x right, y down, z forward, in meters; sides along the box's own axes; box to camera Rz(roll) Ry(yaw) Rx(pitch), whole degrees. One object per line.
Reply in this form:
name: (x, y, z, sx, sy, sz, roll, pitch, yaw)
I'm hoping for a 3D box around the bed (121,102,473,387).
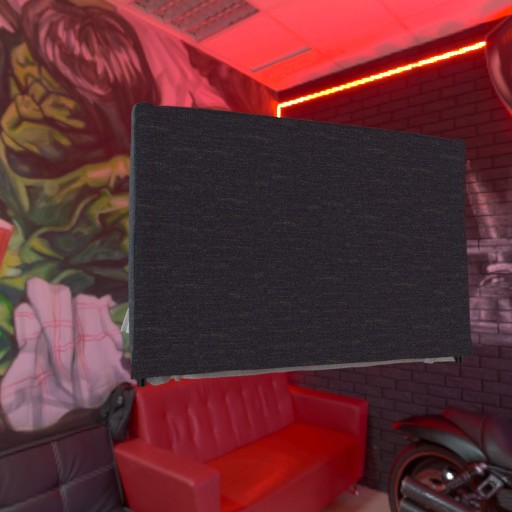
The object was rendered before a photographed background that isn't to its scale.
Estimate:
bed: (0.000, 0.000, 3.368, 1.925, 1.332, 2.276, 1, -3, -18)
